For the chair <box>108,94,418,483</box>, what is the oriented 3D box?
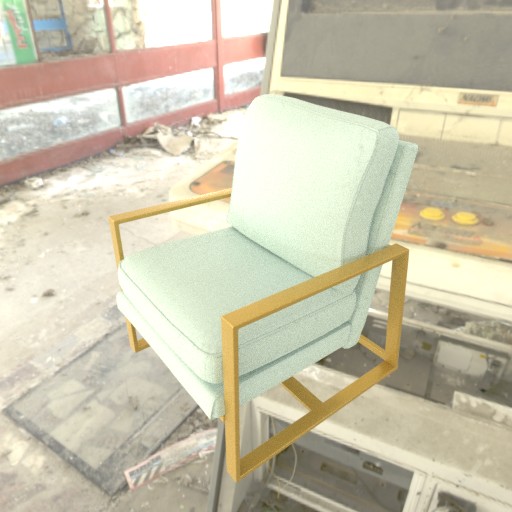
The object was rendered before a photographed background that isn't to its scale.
[{"bbox_3d":[0.000,0.000,1.529,0.813,0.956,0.758,-21,36,-32],"label":"chair"}]
